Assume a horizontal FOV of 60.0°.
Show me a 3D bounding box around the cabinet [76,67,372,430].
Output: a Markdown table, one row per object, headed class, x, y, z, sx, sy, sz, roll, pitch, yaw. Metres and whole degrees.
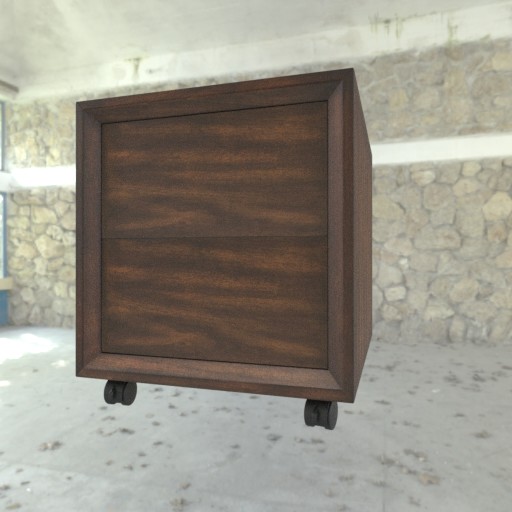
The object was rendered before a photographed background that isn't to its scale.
| class | x | y | z | sx | sy | sz | roll | pitch | yaw |
| --- | --- | --- | --- | --- | --- | --- | --- | --- | --- |
| cabinet | 0.000 | 0.000 | 0.832 | 0.402 | 0.455 | 0.500 | 0 | 0 | 17 |
